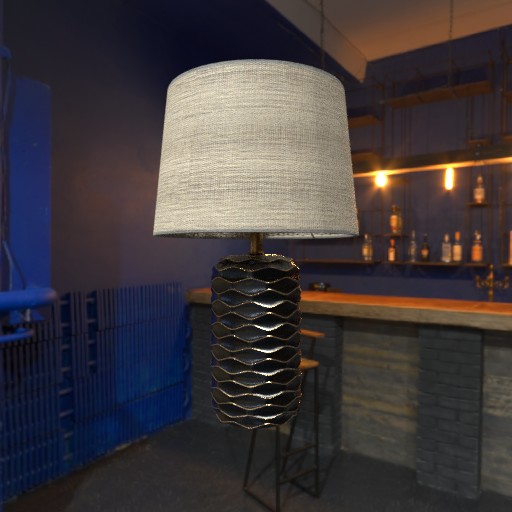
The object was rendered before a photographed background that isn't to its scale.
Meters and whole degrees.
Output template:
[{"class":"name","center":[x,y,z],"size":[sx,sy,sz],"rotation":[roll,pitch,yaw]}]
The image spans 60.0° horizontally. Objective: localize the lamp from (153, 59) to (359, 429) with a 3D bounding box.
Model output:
[{"class":"lamp","center":[0.000,0.000,0.831],"size":[0.376,0.594,0.376],"rotation":[0,1,0]}]
